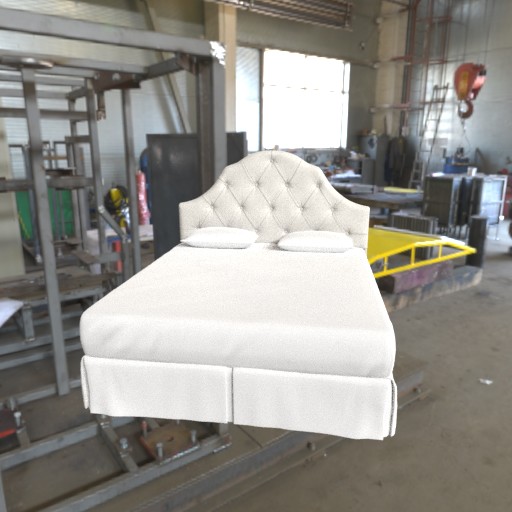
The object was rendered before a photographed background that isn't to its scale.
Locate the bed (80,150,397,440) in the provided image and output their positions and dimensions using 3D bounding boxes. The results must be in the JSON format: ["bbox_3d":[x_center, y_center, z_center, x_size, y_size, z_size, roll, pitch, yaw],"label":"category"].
[{"bbox_3d":[0.000,0.000,3.565,2.008,1.615,2.214,2,14,8],"label":"bed"}]
